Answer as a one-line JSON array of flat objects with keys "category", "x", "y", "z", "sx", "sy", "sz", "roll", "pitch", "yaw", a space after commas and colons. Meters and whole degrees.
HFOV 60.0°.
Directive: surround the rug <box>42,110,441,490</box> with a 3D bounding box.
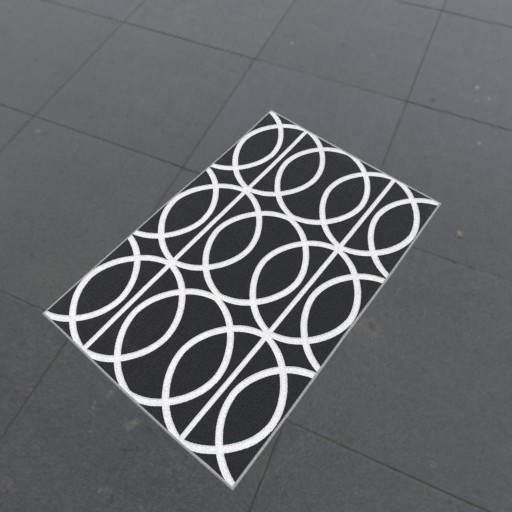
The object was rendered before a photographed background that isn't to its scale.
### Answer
[{"category": "rug", "x": 0.000, "y": 0.000, "z": 2.900, "sx": 1.526, "sy": 0.014, "sz": 2.290, "roll": 35, "pitch": 66, "yaw": 18}]
